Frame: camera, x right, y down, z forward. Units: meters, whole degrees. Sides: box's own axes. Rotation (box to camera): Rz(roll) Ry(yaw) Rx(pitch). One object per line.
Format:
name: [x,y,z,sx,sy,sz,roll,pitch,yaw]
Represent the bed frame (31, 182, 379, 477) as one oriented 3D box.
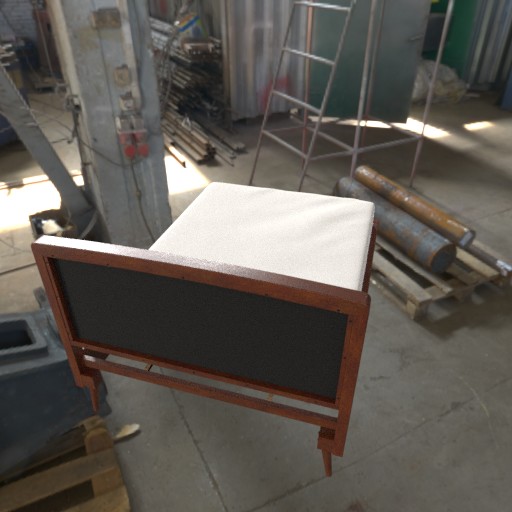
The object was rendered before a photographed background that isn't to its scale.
bed frame: [0.000,0.000,3.107,1.587,1.279,2.171,10,35,14]
